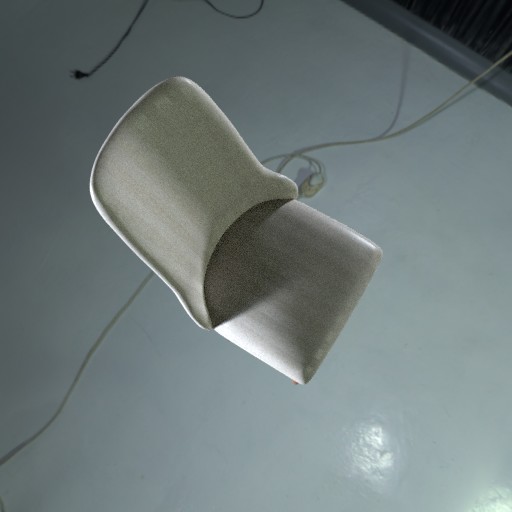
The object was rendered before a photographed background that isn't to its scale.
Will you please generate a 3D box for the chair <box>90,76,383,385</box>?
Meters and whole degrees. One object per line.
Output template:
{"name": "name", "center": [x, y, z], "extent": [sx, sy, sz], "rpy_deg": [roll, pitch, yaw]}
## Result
{"name": "chair", "center": [0.000, 0.000, 1.323], "extent": [0.684, 0.917, 0.526], "rpy_deg": [32, 78, 7]}
